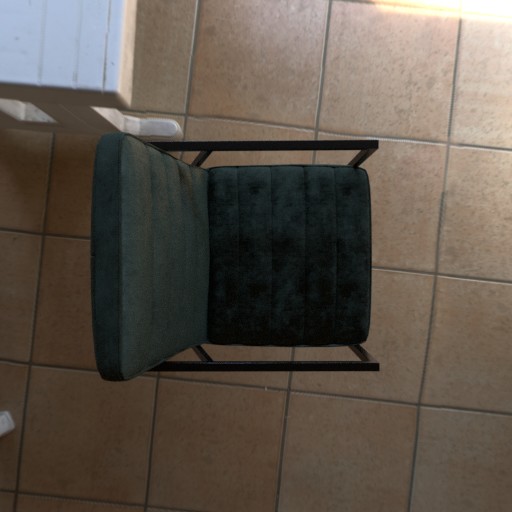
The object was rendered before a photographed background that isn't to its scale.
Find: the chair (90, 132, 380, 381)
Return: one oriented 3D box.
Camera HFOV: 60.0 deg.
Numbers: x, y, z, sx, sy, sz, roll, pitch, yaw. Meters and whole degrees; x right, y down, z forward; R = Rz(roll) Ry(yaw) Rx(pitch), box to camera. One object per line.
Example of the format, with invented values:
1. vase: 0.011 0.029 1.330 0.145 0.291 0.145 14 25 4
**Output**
1. chair: 0.000 0.000 1.296 0.677 0.833 0.571 0 90 1
